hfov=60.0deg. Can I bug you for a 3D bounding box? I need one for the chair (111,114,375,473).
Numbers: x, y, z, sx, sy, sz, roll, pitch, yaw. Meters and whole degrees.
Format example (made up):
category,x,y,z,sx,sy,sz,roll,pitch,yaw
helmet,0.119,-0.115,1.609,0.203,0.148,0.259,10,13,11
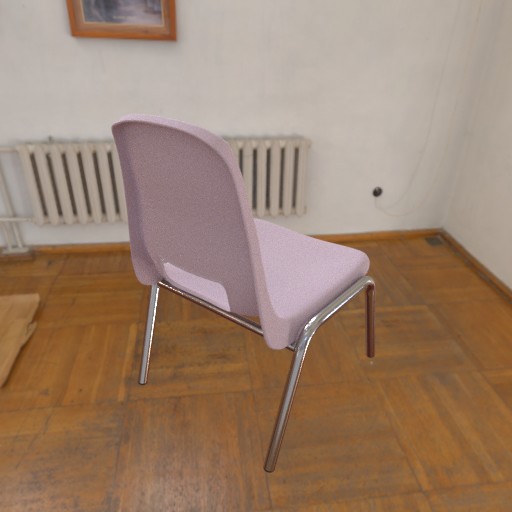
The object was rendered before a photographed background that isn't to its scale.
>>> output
category,x,y,z,sx,sy,sz,roll,pitch,yaw
chair,0.000,0.000,0.783,0.354,0.536,0.385,20,35,32
